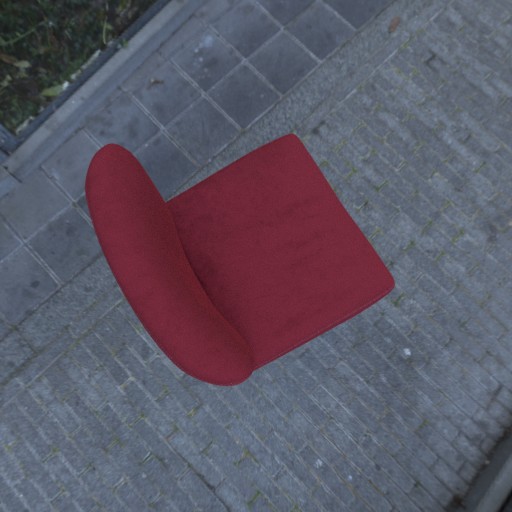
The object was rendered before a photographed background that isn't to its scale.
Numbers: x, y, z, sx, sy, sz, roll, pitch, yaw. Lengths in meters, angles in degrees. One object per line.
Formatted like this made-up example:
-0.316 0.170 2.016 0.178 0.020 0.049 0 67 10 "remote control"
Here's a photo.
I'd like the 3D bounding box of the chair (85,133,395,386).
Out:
0.000 0.000 1.167 0.560 0.824 0.530 -30 78 -7 "chair"
